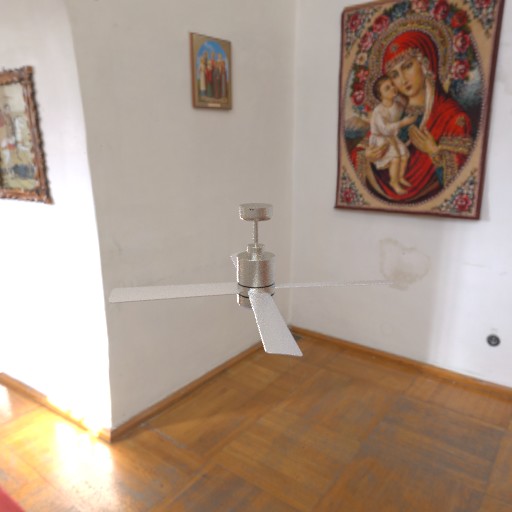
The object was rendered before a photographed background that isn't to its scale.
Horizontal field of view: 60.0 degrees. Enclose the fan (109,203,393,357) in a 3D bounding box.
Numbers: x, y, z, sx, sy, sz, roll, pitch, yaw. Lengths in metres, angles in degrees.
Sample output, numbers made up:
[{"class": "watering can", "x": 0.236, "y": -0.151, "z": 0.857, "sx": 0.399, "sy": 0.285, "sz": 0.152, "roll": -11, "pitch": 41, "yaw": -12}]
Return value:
[{"class": "fan", "x": 0.000, "y": 0.000, "z": 2.354, "sx": 1.525, "sy": 0.539, "sz": 1.525, "roll": -2, "pitch": 15, "yaw": -7}]
